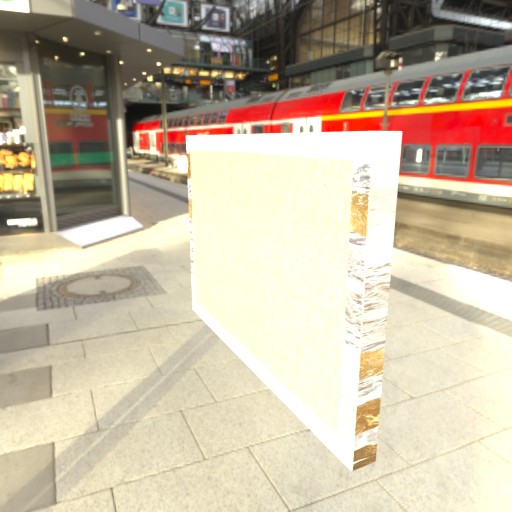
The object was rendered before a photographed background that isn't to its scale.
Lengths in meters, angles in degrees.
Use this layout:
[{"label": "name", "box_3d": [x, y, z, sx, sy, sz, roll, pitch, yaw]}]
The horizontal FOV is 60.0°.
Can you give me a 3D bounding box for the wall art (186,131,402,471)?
[{"label": "wall art", "box_3d": [0.000, 0.000, 0.769, 0.041, 0.407, 0.606, -7, 16, -26]}]
